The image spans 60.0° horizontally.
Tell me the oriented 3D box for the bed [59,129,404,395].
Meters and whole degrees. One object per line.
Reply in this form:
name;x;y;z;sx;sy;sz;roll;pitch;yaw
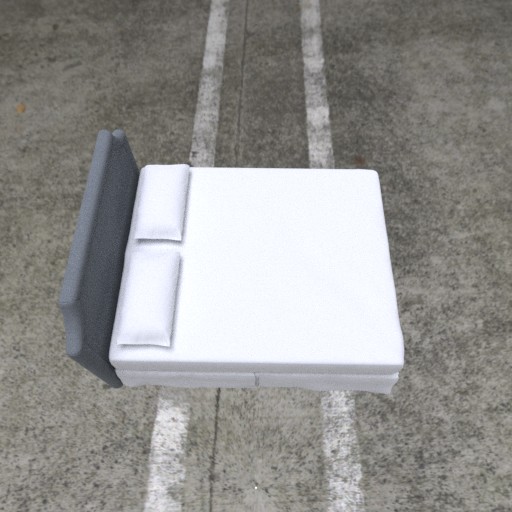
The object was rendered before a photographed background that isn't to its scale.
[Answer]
bed;0.000;0.000;3.403;2.259;1.296;1.811;1;62;0
